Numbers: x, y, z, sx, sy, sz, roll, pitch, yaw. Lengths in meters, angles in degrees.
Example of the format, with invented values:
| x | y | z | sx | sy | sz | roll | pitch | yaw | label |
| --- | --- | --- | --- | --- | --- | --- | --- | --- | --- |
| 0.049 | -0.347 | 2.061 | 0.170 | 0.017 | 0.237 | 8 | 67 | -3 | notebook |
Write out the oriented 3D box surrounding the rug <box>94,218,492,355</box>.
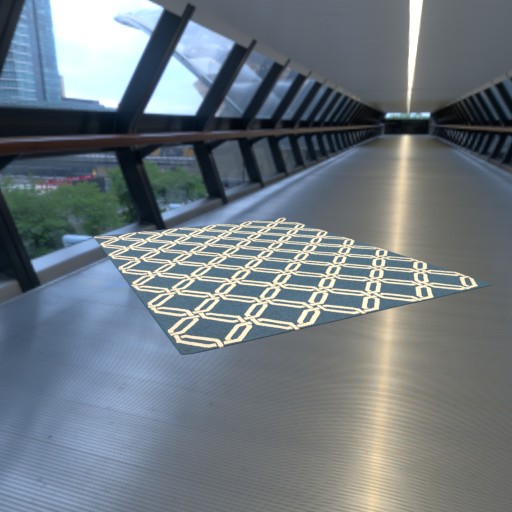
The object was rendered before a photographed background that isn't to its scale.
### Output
| x | y | z | sx | sy | sz | roll | pitch | yaw | label |
| --- | --- | --- | --- | --- | --- | --- | --- | --- | --- |
| 0.000 | 0.000 | 3.825 | 2.277 | 0.020 | 2.867 | -8 | 17 | -26 | rug |
